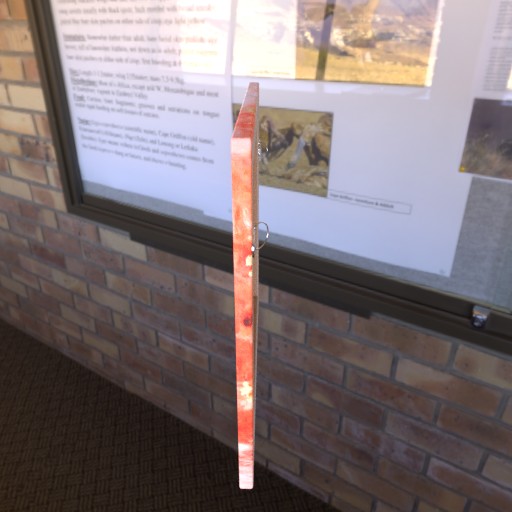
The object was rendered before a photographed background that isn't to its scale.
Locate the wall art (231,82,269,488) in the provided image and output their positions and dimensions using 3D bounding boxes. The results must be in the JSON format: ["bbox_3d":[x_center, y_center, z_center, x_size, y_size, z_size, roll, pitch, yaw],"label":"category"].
[{"bbox_3d":[0.000,0.000,1.313,0.066,0.878,0.878,1,27,1],"label":"wall art"}]
